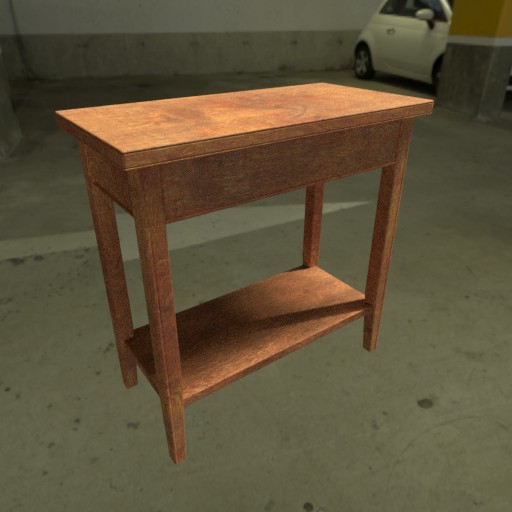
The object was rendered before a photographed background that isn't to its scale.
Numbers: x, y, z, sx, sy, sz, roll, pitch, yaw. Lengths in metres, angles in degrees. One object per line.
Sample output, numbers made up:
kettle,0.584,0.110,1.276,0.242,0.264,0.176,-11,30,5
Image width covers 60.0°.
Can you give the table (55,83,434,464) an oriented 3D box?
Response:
table,0.000,0.000,0.933,0.610,0.610,0.305,-19,34,-31
